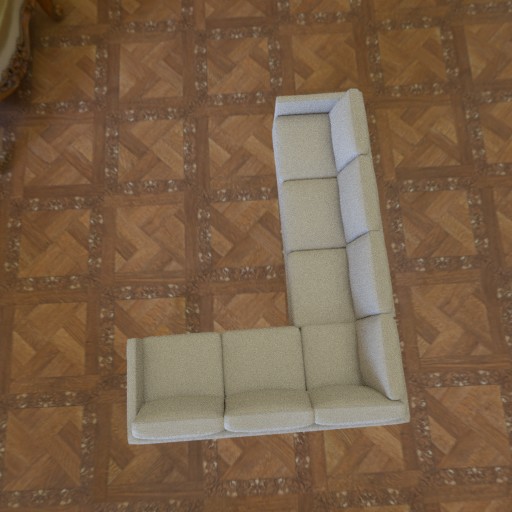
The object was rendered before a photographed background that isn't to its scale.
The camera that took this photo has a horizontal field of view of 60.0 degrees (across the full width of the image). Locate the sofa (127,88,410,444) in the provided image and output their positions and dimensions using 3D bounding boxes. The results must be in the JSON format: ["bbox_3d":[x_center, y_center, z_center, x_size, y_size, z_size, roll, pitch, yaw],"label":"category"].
[{"bbox_3d":[0.000,0.000,4.472,2.522,0.934,3.333,-4,76,-1],"label":"sofa"}]
